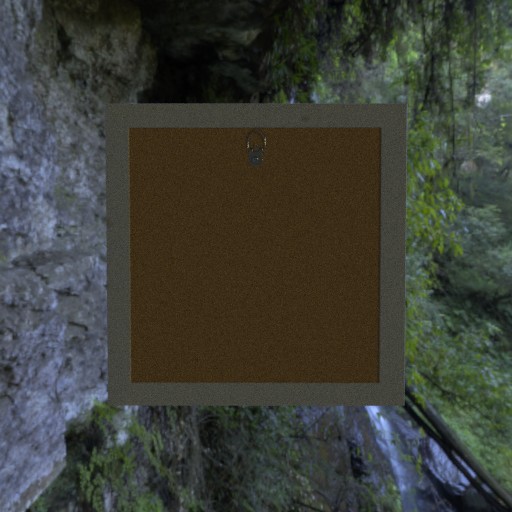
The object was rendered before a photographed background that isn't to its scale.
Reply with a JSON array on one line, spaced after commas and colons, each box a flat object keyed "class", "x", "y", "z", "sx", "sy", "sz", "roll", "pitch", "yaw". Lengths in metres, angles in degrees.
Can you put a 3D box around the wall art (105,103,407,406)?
[{"class": "wall art", "x": 0.000, "y": 0.000, "z": 0.853, "sx": 0.572, "sy": 0.577, "sz": 0.015, "roll": 0, "pitch": 2, "yaw": 0}]
